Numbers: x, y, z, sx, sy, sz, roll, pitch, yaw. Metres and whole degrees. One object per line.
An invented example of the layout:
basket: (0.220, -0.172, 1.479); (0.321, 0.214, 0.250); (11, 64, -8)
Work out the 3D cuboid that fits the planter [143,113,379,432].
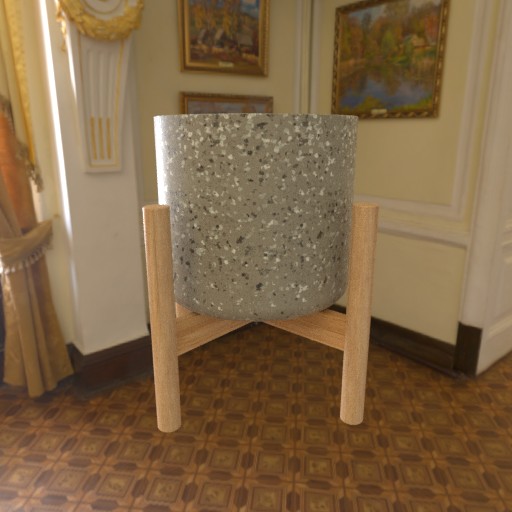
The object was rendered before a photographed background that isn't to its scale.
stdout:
planter: (0.000, 0.000, 0.536); (0.284, 0.320, 0.284); (-8, 17, -25)
